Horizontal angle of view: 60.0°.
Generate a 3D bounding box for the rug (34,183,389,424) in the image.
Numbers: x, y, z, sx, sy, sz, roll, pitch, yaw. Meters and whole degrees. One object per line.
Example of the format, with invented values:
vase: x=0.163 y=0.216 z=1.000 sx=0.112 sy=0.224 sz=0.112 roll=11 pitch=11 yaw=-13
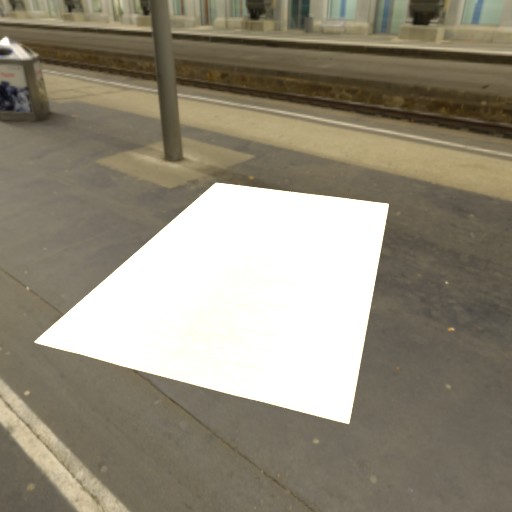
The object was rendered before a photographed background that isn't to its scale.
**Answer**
rug: x=0.000 y=0.000 z=2.332 sx=1.234 sy=0.006 sz=1.850 roll=9 pitch=31 yaw=16
